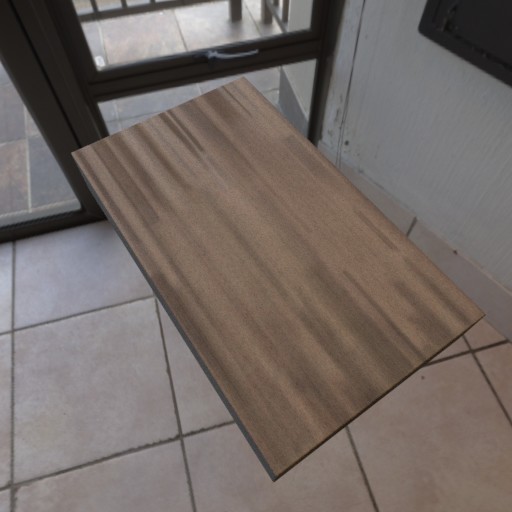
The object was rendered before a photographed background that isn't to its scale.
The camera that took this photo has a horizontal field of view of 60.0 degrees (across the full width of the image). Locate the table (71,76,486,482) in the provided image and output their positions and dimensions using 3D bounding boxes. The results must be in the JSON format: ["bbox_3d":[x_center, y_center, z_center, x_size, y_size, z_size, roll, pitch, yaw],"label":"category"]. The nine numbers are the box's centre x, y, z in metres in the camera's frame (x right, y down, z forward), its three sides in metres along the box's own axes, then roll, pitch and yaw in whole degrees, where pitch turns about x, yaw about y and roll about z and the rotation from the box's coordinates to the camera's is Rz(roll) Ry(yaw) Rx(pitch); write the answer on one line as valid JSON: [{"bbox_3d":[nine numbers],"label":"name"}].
[{"bbox_3d":[0.000,0.000,1.381,0.643,0.347,1.088,-31,64,-17],"label":"table"}]
